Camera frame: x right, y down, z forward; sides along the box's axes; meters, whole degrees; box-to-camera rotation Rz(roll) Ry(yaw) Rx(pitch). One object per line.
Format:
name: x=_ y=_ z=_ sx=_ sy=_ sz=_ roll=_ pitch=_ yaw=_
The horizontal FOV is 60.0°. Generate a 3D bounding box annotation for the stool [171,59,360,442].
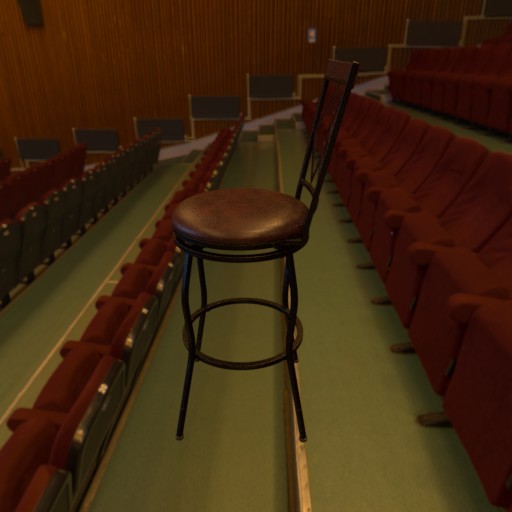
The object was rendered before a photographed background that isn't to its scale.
stool: x=0.000 y=0.000 z=1.402 sx=0.521 sy=1.134 sz=0.432 roll=0 pitch=25 yaw=1
